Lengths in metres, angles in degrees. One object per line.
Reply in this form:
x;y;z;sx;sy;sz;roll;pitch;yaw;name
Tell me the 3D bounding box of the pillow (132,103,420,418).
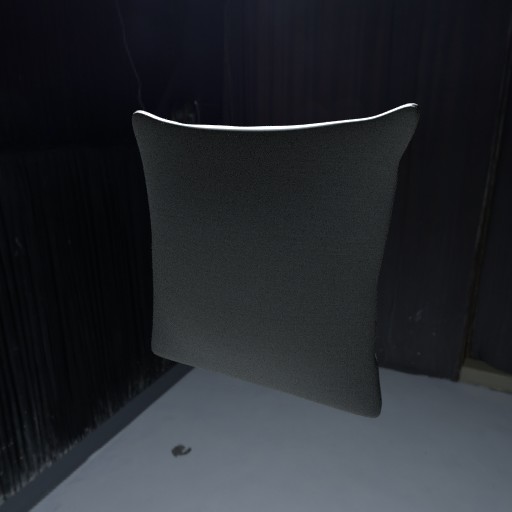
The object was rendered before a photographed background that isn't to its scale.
0.000;0.000;0.702;0.451;0.449;0.191;9;19;26;pillow
